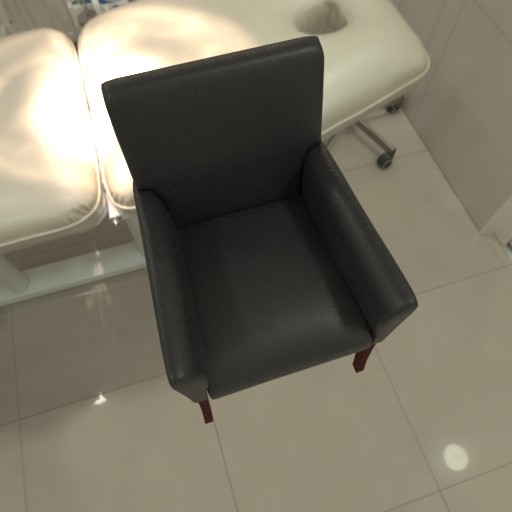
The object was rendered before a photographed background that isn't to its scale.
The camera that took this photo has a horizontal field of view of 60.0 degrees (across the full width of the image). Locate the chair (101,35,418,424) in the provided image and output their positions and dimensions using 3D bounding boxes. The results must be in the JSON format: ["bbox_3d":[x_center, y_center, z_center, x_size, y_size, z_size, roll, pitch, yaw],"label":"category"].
[{"bbox_3d":[0.000,0.000,1.452,0.683,0.951,0.772,-16,64,-8],"label":"chair"}]
